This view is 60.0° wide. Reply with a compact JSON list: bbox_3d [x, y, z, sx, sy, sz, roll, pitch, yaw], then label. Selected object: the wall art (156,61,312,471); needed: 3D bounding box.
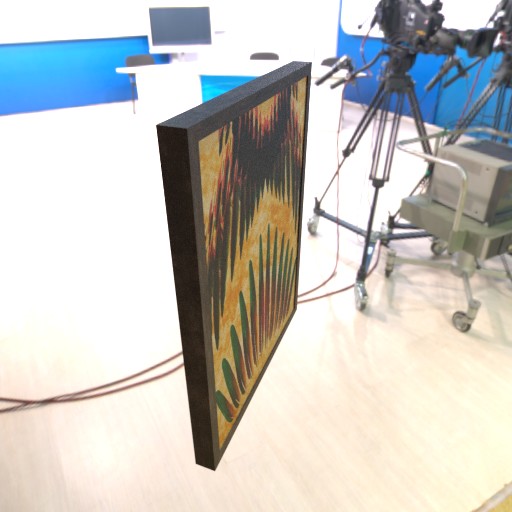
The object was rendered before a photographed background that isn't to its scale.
[{"bbox_3d":[0.000,0.000,0.553,0.027,0.406,0.329,12,34,18],"label":"wall art"}]
